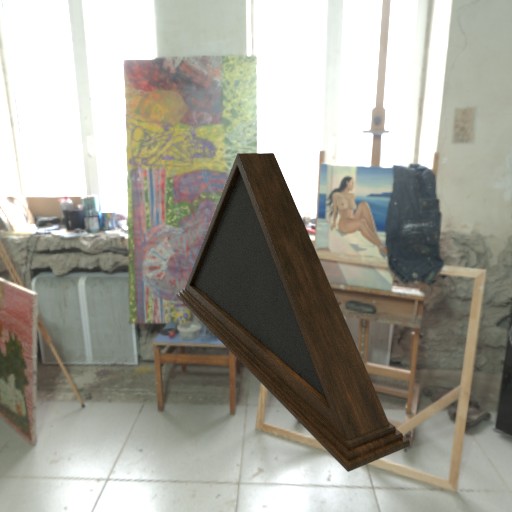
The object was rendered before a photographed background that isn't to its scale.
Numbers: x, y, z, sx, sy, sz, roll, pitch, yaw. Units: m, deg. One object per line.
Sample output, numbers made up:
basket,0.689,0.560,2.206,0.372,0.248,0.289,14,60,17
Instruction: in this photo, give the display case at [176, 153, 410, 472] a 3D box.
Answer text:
display case,0.000,0.000,0.752,0.095,0.340,0.640,-8,17,-26
